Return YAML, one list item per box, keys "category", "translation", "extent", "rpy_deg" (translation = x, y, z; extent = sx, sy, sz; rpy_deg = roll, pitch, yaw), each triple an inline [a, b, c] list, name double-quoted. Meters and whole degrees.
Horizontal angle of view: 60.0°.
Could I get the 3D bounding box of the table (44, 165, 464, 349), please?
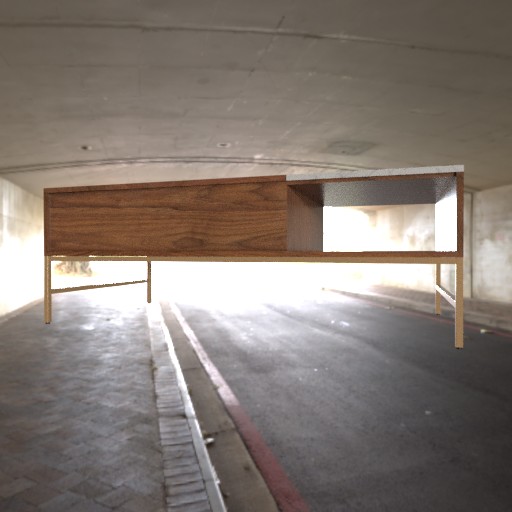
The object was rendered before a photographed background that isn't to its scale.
- category: "table"
  translation: [0.000, 0.000, 1.933]
  extent: [1.553, 0.551, 0.789]
  rpy_deg: [0, 0, 18]
